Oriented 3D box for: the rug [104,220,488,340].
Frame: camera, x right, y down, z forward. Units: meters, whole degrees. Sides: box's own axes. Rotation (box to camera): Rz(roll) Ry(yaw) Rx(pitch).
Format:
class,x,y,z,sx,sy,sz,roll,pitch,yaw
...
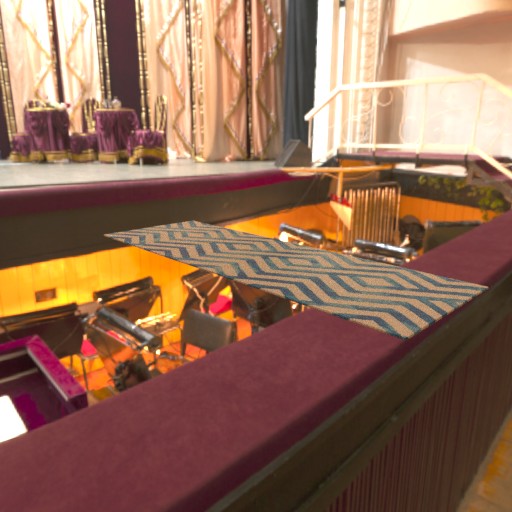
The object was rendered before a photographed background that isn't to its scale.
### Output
class,x,y,z,sx,sy,sz,roll,pitch,yaw
rug,0.000,0.000,1.677,0.503,0.007,1.492,-14,21,-42
